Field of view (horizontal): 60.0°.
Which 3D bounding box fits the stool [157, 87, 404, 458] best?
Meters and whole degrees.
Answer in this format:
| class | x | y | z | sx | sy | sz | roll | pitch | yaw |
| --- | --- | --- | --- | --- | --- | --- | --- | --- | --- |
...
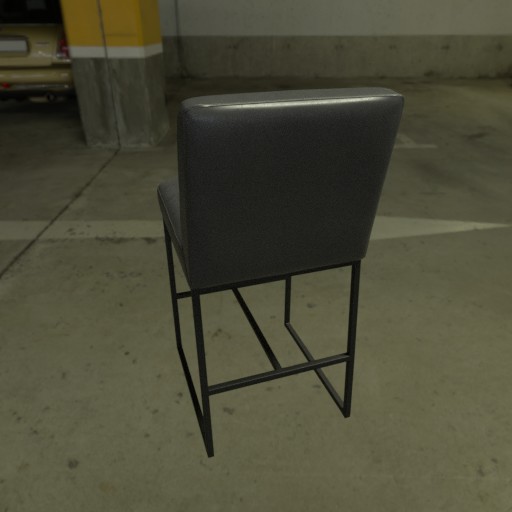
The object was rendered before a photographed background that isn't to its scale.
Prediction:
| class | x | y | z | sx | sy | sz | roll | pitch | yaw |
| --- | --- | --- | --- | --- | --- | --- | --- | --- | --- |
| stool | 0.000 | 0.000 | 1.247 | 0.457 | 0.938 | 0.552 | -9 | 30 | -17 |
